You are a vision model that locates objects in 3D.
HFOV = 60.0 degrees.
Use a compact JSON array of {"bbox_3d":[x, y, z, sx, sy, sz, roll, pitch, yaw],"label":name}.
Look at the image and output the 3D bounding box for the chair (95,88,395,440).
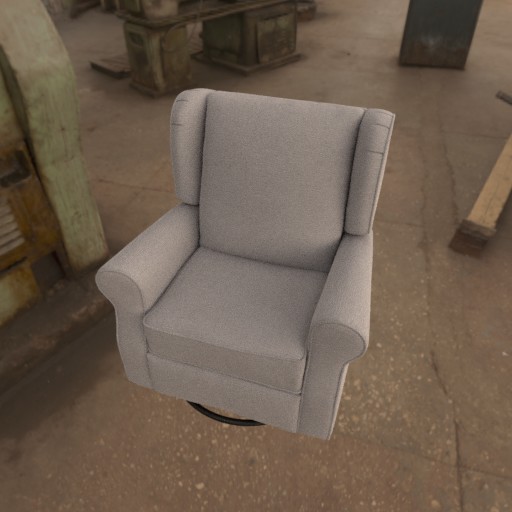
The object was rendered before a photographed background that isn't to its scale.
[{"bbox_3d":[0.000,0.000,1.674,0.906,0.966,0.854,12,41,14],"label":"chair"}]
